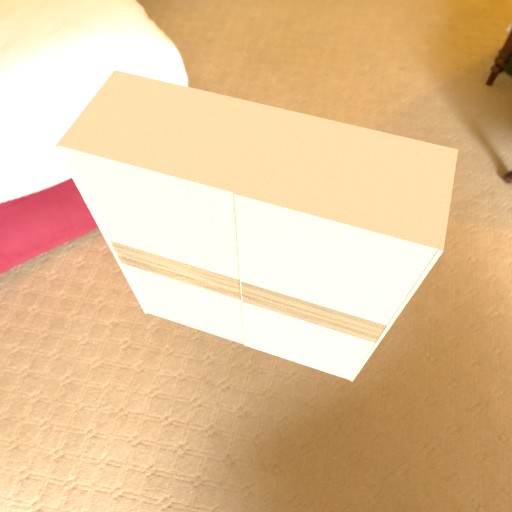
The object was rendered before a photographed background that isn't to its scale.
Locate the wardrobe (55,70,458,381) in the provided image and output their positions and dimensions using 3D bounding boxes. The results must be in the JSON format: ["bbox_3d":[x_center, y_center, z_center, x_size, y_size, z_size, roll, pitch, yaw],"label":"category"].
[{"bbox_3d":[0.000,0.000,2.985,1.830,2.020,0.600,16,61,9],"label":"wardrobe"}]
